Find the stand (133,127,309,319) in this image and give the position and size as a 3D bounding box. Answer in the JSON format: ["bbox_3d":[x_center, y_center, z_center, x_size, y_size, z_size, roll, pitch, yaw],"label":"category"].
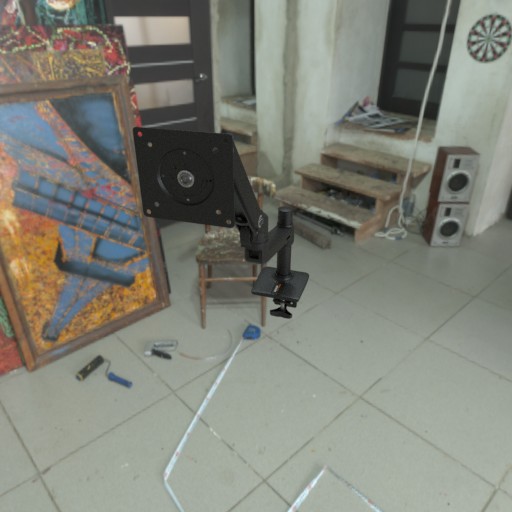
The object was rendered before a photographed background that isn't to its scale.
[{"bbox_3d":[0.000,0.000,1.031,0.152,0.713,0.650,9,30,15],"label":"stand"}]
